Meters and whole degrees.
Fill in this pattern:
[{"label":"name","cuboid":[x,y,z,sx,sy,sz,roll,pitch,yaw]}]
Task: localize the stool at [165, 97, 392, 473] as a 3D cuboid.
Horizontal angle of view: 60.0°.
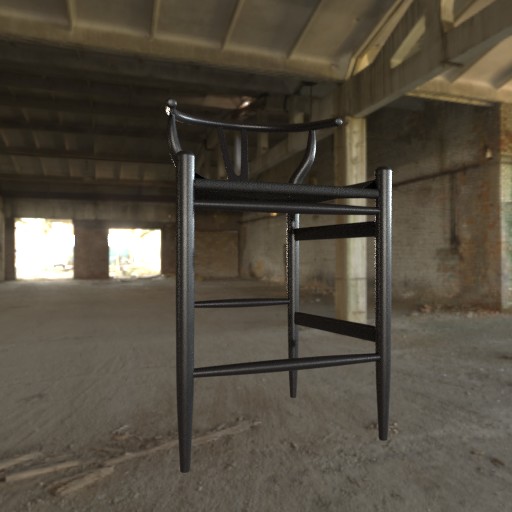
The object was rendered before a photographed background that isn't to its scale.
[{"label":"stool","cuboid":[0.000,0.000,1.341,0.569,0.970,0.579,0,0,-19]}]
